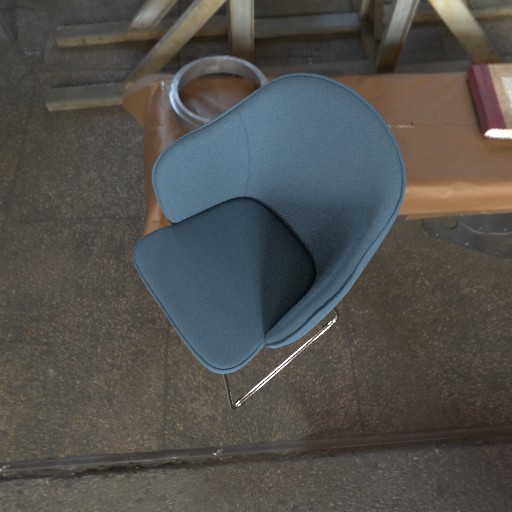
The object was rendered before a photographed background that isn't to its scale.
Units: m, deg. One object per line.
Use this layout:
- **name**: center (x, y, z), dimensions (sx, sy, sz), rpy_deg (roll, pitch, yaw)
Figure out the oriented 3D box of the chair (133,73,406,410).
- **chair**: center (0.000, 0.000, 1.226), dimensions (0.585, 0.815, 0.570), rpy_deg (-34, 68, -16)
